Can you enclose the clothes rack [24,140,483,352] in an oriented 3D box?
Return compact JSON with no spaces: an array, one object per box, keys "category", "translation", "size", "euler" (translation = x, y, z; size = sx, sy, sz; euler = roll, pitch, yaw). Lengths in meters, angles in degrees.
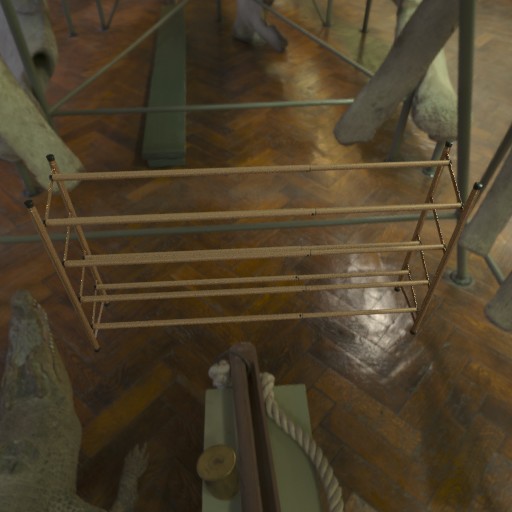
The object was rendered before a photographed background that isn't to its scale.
[{"category":"clothes rack","translation":[0.000,0.000,1.436],"size":[1.168,0.672,0.229],"euler":[-3,46,-3]}]
